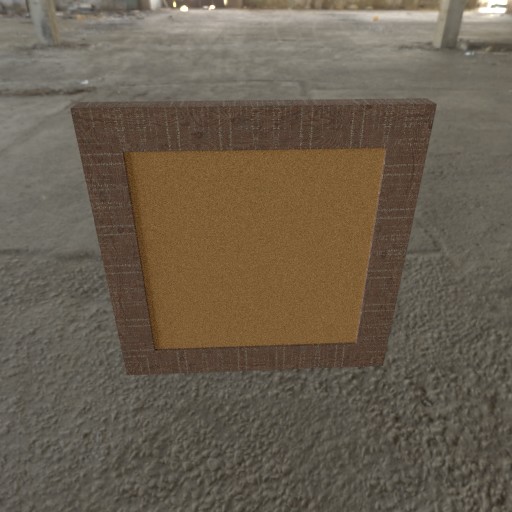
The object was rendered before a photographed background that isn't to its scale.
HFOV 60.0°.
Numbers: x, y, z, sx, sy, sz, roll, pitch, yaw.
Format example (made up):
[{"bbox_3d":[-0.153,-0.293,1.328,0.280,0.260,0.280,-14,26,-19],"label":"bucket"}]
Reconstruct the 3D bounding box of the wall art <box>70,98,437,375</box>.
[{"bbox_3d":[0.000,0.000,0.795,0.531,0.531,0.040,-1,31,-2],"label":"wall art"}]
